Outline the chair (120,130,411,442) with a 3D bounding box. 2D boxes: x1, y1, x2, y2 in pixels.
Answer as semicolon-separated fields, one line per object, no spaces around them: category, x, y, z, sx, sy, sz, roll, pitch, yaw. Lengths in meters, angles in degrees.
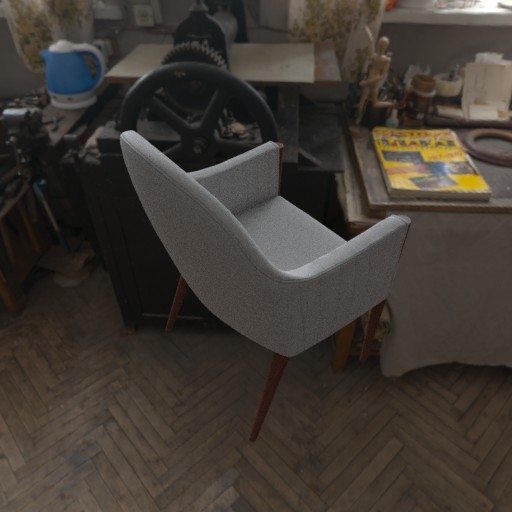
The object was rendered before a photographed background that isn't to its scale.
chair;0.000;0.000;1.323;0.620;0.889;0.610;-26;47;-27
